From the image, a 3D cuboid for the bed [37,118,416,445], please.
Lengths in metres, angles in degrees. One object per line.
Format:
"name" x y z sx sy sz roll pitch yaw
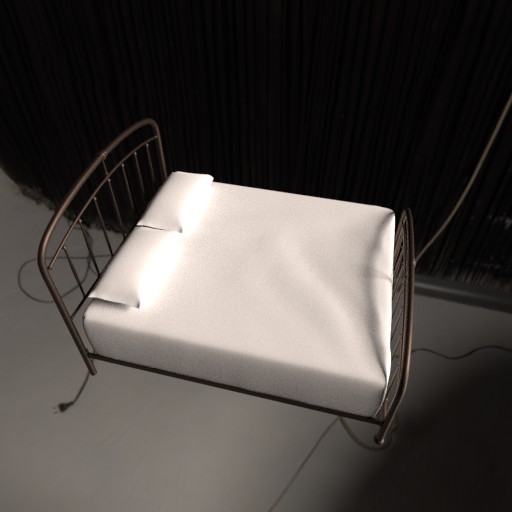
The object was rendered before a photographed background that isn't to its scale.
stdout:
"bed" 0.000 0.000 3.241 2.180 1.425 1.711 10 45 10
